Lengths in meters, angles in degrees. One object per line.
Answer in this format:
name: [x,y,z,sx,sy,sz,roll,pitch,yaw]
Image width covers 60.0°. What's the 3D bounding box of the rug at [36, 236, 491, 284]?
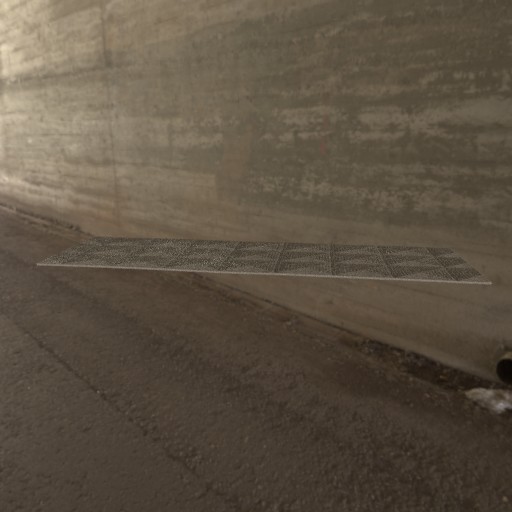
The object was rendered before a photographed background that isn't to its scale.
rug: [0.000,0.000,2.398,2.182,0.015,0.645,2,15,8]
